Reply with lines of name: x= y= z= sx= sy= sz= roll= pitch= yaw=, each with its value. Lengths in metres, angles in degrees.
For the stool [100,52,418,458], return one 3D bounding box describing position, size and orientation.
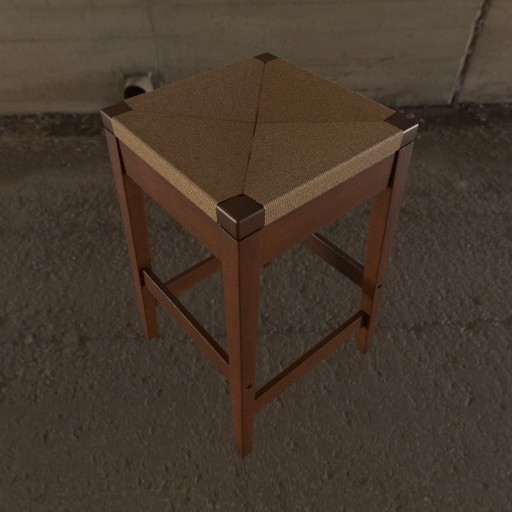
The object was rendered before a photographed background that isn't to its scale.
stool: x=0.000 y=0.000 z=1.103 sx=0.507 sy=0.762 sz=0.497 roll=-31 pitch=54 yaw=-27
